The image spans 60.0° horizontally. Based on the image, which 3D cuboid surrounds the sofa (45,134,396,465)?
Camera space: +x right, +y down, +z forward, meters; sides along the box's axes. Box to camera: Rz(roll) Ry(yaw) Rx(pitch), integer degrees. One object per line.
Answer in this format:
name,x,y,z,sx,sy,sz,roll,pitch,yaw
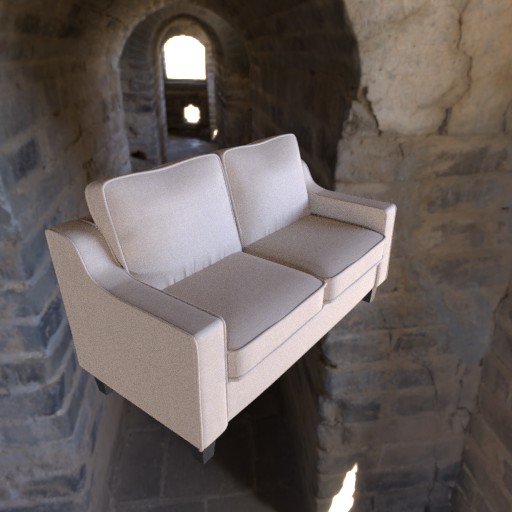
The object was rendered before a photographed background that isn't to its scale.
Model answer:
sofa,0.000,0.000,3.507,1.351,1.562,2.587,18,31,33
